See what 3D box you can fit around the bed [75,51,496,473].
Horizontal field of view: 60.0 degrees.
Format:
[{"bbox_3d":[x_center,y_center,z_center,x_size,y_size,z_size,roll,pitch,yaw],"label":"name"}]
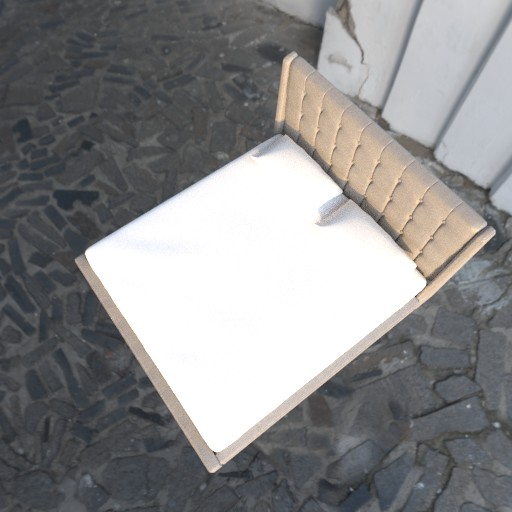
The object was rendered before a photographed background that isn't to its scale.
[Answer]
[{"bbox_3d":[0.000,0.000,3.445,2.342,1.289,2.062,-34,69,-15],"label":"bed"}]
